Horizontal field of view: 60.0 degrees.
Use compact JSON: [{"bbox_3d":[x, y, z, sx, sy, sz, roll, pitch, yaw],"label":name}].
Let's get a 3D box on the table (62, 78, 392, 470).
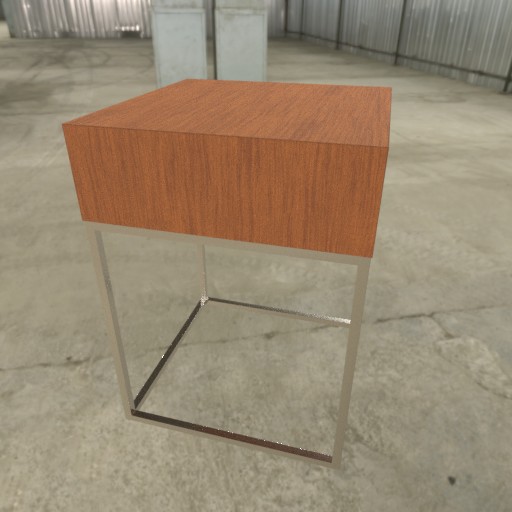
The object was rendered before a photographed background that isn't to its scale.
[{"bbox_3d":[0.000,0.000,0.810,0.398,0.540,0.397,8,31,13],"label":"table"}]
